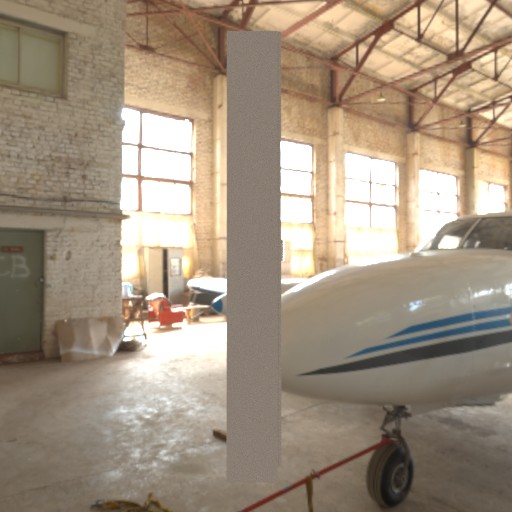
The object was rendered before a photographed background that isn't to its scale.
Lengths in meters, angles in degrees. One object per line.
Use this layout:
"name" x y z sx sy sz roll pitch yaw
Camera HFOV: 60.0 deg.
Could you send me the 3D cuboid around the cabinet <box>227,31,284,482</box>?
"cabinet" 0.000 0.000 2.007 0.230 1.790 0.500 0 -1 0
